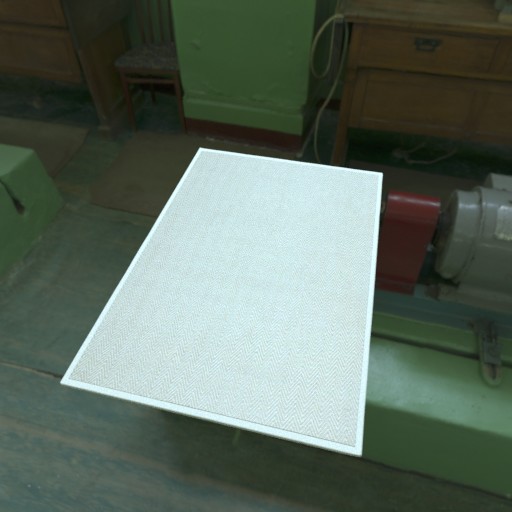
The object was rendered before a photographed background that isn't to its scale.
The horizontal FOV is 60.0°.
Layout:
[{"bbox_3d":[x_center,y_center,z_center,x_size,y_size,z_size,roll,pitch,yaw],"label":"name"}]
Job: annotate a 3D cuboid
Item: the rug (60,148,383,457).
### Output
[{"bbox_3d":[0.000,0.000,2.892,1.532,0.017,2.244,10,47,9],"label":"rug"}]
